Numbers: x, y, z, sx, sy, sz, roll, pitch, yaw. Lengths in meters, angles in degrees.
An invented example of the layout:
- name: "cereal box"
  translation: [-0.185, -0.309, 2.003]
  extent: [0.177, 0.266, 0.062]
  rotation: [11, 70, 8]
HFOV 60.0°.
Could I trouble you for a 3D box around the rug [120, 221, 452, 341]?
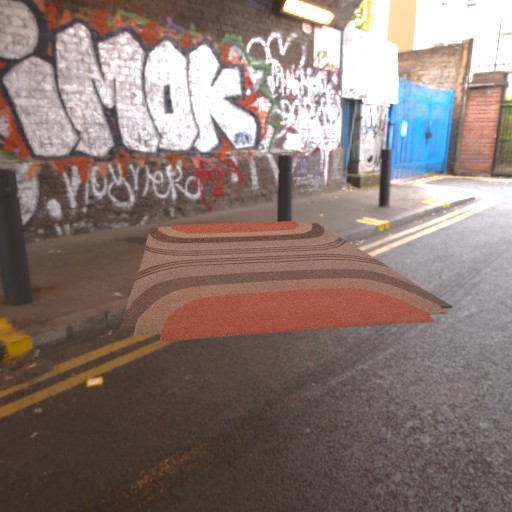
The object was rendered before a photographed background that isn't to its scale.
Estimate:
- name: "rug"
  translation: [0.000, 0.000, 3.009]
  extent: [1.530, 0.017, 2.446]
  rotation: [-2, 15, -9]
